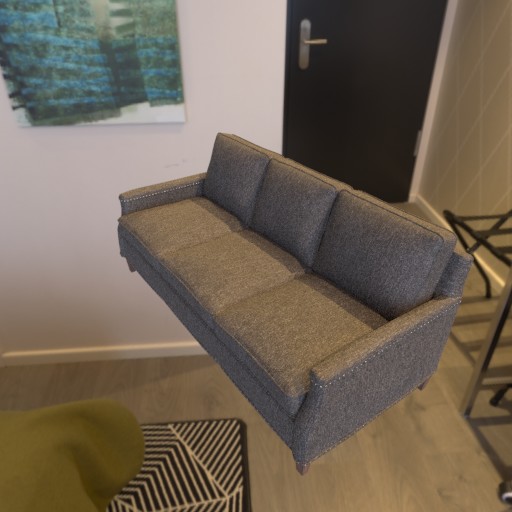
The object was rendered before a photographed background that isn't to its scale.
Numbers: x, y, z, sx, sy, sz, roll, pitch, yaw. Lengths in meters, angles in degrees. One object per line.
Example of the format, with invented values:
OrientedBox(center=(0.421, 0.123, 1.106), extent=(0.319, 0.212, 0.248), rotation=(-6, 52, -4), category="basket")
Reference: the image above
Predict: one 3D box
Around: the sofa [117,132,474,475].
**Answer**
OrientedBox(center=(0.000, 0.000, 2.810), extent=(1.084, 1.003, 2.246), rotation=(-20, 37, -29), category="sofa")
